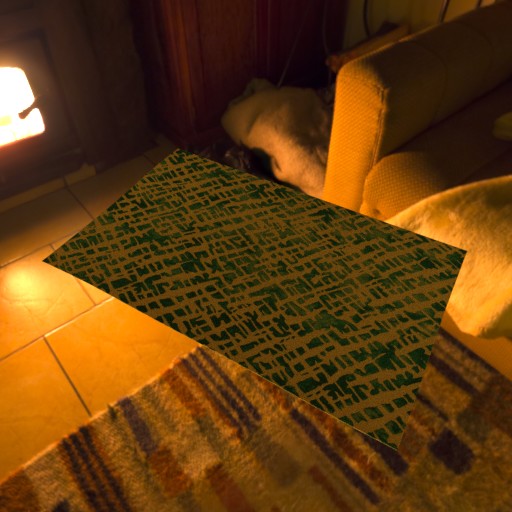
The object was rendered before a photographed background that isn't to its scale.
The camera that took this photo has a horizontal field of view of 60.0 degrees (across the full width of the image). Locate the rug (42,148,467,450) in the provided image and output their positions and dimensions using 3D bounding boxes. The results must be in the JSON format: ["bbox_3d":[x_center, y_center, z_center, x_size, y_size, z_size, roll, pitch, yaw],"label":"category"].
[{"bbox_3d":[0.000,0.000,2.988,2.447,0.011,1.520,23,51,20],"label":"rug"}]
